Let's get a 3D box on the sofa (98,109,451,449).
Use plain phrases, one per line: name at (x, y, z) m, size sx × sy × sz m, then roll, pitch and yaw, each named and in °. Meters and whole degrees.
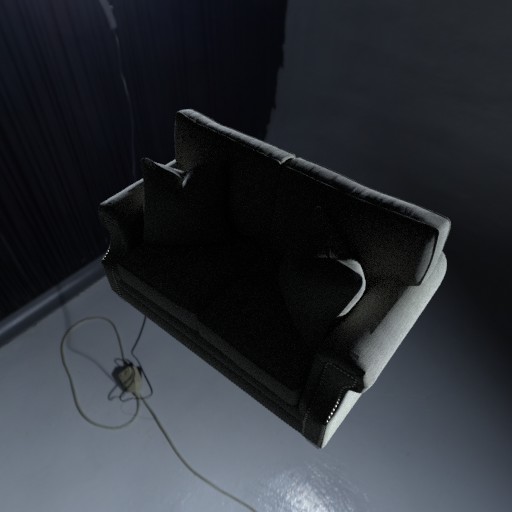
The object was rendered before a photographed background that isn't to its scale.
sofa at (0.000, 0.000, 2.335) m, size 1.701 × 0.966 × 0.966 m, roll 30°, pitch 52°, yaw 27°
